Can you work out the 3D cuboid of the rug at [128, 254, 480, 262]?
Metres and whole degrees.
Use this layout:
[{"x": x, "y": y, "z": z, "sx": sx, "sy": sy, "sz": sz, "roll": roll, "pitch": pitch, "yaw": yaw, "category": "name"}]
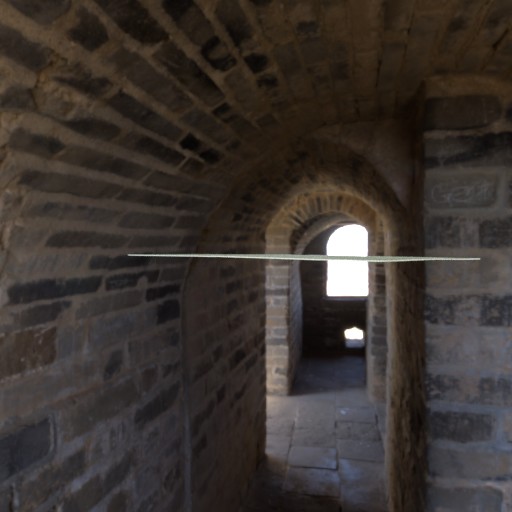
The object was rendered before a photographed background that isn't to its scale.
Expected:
[{"x": 0.000, "y": 0.000, "z": 2.628, "sx": 0.686, "sy": 0.013, "sz": 2.340, "roll": -1, "pitch": 1, "yaw": -37, "category": "rug"}]
